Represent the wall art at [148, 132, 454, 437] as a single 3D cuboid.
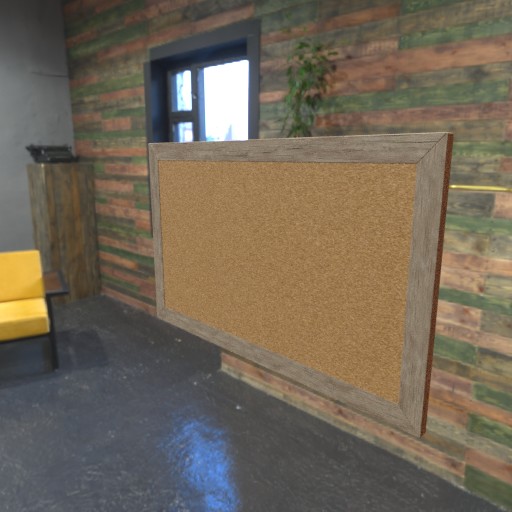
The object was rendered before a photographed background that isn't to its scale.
[{"bbox_3d":[0.000,0.000,0.946,0.021,0.480,0.780,-12,18,-43],"label":"wall art"}]
